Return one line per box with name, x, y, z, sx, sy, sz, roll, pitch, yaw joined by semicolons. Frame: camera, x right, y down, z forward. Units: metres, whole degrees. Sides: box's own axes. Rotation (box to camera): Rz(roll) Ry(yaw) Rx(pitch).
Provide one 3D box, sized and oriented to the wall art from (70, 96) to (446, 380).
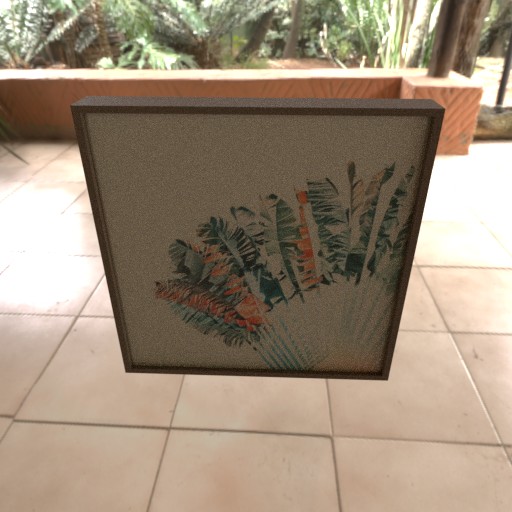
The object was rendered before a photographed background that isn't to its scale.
wall art;0.000;0.000;0.453;0.304;0.303;0.038;1;31;2
